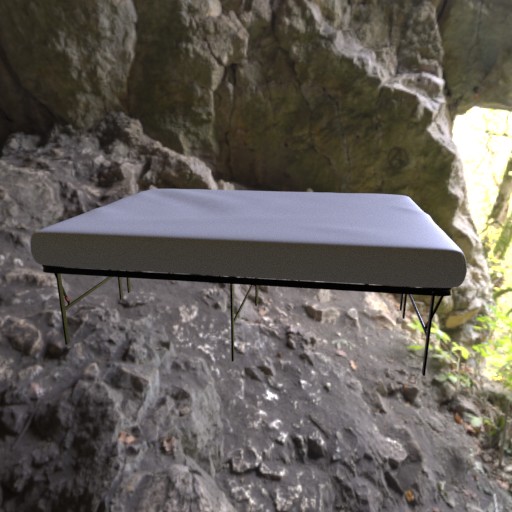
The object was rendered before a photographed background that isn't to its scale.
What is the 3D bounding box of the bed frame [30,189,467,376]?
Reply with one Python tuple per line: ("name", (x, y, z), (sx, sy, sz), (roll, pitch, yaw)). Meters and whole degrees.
("bed frame", (0.000, 0.000, 2.871), (2.151, 0.667, 1.584), (3, 17, 9))
